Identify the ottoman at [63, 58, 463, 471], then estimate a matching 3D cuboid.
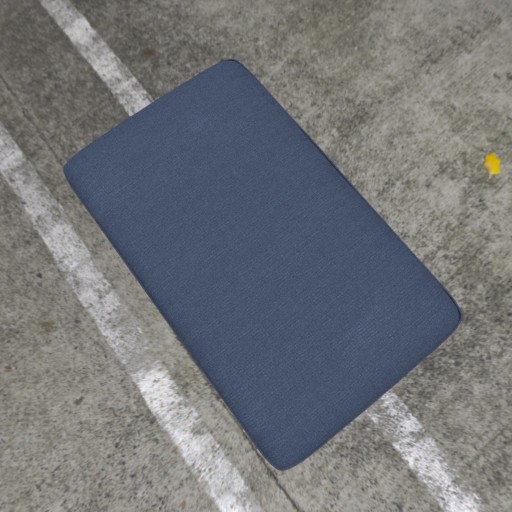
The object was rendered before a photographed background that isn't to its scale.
[{"bbox_3d":[0.000,0.000,1.191,0.570,0.438,0.885,-37,78,-9],"label":"ottoman"}]
